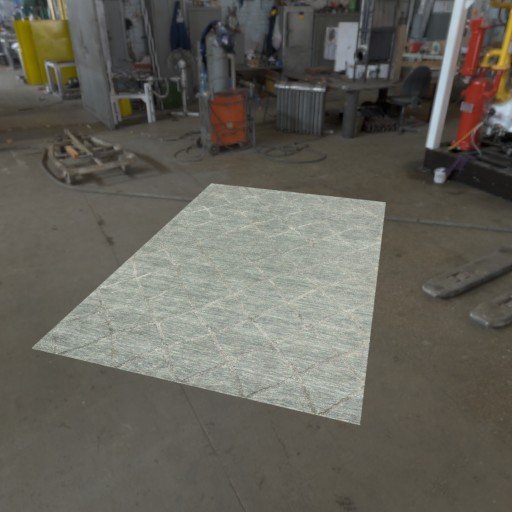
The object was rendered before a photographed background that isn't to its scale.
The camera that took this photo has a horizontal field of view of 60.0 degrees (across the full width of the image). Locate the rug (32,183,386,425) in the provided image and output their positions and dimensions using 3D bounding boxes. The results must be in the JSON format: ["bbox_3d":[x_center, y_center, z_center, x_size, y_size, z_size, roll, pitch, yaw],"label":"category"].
[{"bbox_3d":[0.000,0.000,2.850,1.521,0.006,2.283,8,31,14],"label":"rug"}]
